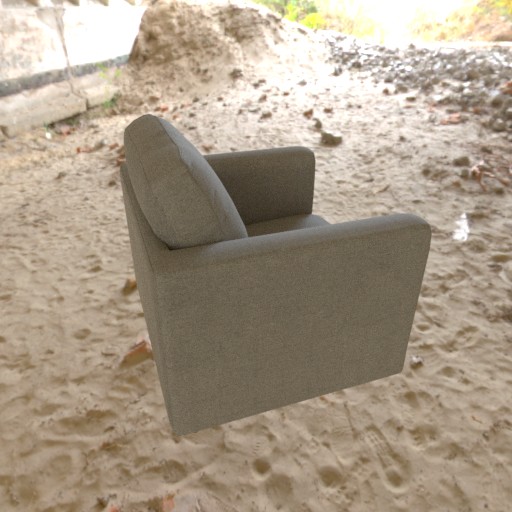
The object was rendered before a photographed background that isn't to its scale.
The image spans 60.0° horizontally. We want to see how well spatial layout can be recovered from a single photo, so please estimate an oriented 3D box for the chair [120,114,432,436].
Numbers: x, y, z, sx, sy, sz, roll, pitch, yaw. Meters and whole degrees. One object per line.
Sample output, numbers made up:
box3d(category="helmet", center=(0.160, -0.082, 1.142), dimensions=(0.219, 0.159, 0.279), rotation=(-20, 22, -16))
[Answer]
box3d(category="chair", center=(0.000, 0.000, 1.555), dimensions=(0.800, 0.927, 0.855), rotation=(-10, 31, -17))
